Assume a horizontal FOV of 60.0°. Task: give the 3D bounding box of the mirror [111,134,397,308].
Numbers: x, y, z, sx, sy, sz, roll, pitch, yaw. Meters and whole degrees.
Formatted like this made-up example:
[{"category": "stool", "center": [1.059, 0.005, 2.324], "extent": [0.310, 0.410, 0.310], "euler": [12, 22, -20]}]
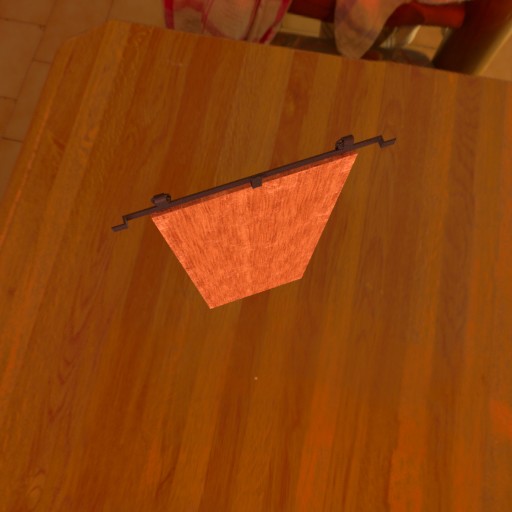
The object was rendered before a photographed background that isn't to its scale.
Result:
[{"category": "mirror", "center": [0.000, 0.000, 2.060], "extent": [0.847, 1.793, 0.042], "euler": [-18, 75, -5]}]
